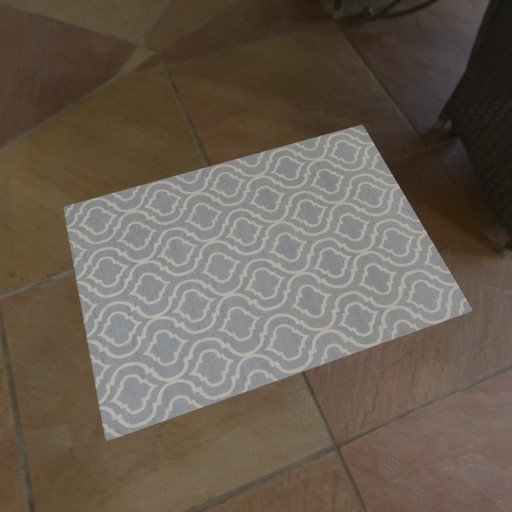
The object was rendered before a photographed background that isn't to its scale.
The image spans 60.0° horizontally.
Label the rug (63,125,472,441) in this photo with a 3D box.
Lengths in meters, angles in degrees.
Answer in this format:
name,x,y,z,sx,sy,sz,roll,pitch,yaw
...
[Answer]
name,x,y,z,sx,sy,sz,roll,pitch,yaw
rug,0.000,0.000,2.650,2.080,0.010,1.451,-17,65,-8
